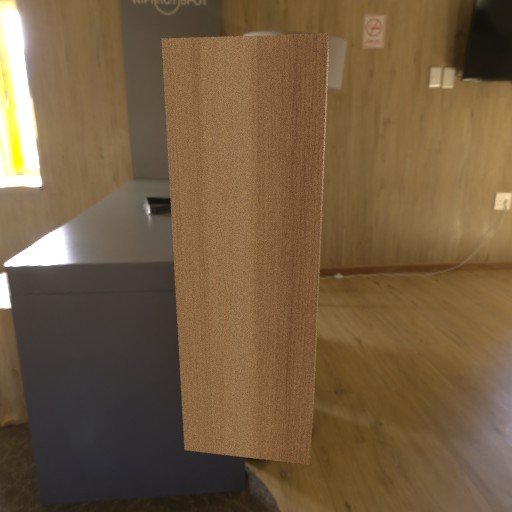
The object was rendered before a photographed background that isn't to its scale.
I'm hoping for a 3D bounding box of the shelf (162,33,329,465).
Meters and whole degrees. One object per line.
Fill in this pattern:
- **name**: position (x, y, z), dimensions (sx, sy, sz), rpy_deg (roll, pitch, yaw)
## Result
- **shelf**: position (0.000, 0.000, 1.021), dimensions (0.290, 0.872, 0.290), rpy_deg (3, 17, 9)
